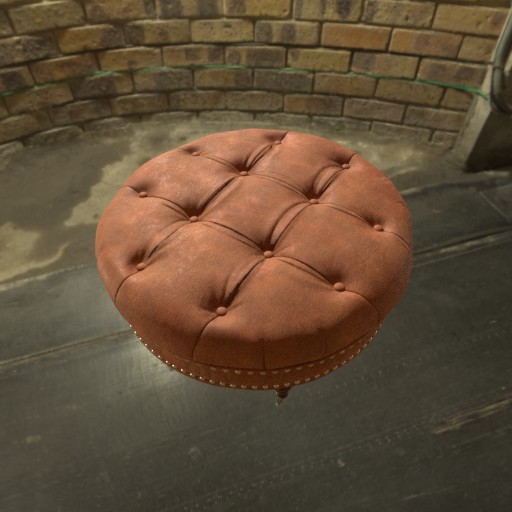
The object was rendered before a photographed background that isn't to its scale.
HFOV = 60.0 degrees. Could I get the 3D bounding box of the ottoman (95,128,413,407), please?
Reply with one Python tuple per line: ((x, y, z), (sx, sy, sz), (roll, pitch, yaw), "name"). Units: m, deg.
((0.000, 0.000, 1.376), (0.901, 0.444, 0.901), (0, 47, 0), "ottoman")
